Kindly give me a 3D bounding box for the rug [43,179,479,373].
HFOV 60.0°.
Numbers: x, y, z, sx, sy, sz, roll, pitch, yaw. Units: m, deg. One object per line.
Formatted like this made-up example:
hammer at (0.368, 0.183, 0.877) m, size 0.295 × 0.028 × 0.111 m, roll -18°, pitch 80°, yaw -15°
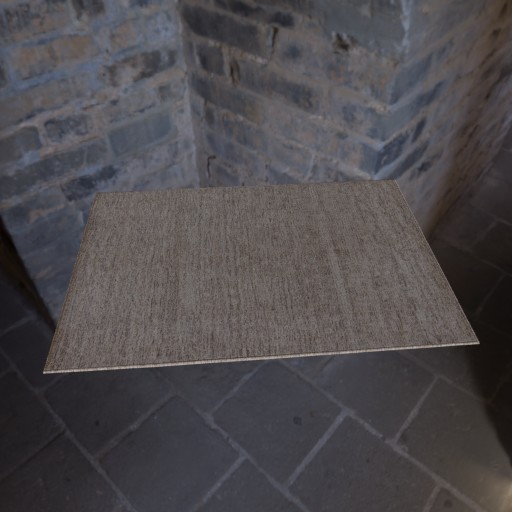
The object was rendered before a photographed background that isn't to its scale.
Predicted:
rug at (0.000, 0.000, 2.272) m, size 1.822 × 0.018 × 1.211 m, roll -3°, pitch 45°, yaw -3°
